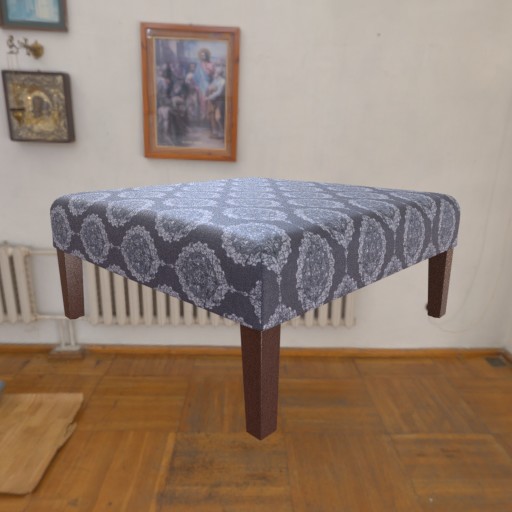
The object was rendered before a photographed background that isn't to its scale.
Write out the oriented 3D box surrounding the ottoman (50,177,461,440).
[{"bbox_3d":[0.000,0.000,1.376,0.890,0.409,0.889,14,21,42],"label":"ottoman"}]
